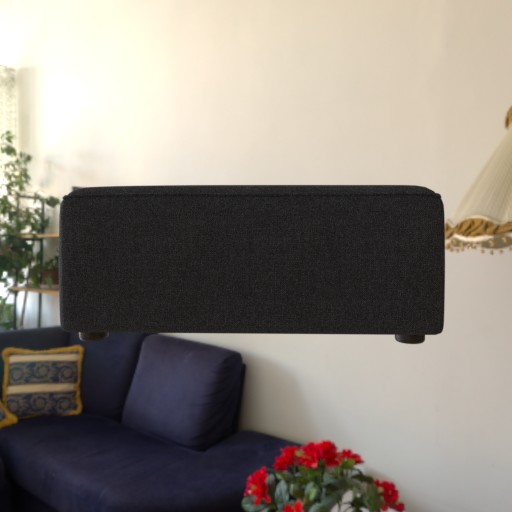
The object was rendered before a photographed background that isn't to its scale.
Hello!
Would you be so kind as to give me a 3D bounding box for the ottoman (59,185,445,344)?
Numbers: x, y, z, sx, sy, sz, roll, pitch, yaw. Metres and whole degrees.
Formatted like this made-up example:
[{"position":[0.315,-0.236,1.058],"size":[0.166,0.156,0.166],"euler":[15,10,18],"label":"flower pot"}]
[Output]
[{"position":[0.000,0.000,1.604],"size":[1.000,0.439,1.000],"euler":[0,1,2],"label":"ottoman"}]
